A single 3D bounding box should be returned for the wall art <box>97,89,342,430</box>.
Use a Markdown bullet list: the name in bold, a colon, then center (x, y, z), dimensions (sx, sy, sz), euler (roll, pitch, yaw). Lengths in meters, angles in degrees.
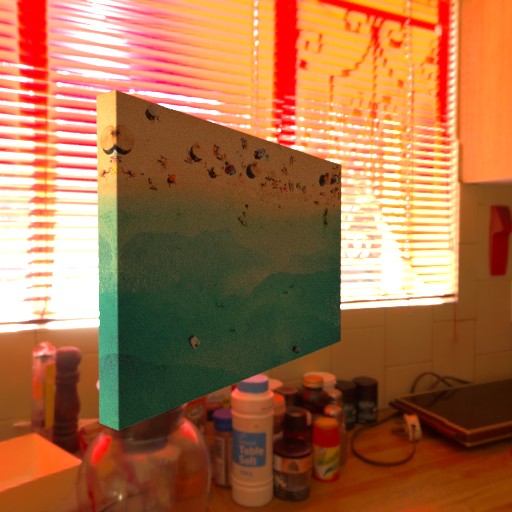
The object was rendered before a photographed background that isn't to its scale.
- **wall art**: center (0.000, 0.000, 0.782), dimensions (0.039, 0.406, 0.609), euler (1, 2, 36)
